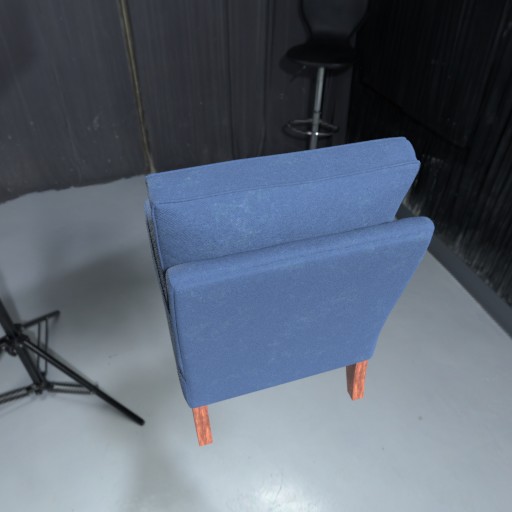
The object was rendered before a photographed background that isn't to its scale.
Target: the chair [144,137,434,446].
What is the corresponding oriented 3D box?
[{"bbox_3d":[0.000,0.000,1.616,0.724,1.052,0.912,-12,42,-13],"label":"chair"}]
